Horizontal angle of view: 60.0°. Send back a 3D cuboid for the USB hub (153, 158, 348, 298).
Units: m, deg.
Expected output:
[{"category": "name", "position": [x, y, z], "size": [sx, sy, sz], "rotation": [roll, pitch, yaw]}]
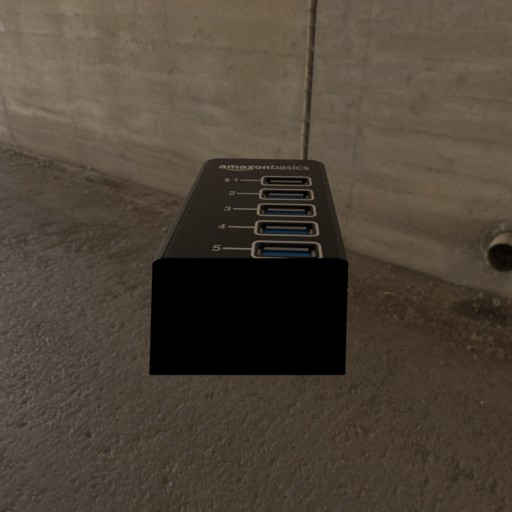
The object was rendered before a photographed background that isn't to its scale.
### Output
[{"category": "USB hub", "position": [0.000, 0.000, 0.124], "size": [0.044, 0.023, 0.110], "rotation": [2, 29, 3]}]
